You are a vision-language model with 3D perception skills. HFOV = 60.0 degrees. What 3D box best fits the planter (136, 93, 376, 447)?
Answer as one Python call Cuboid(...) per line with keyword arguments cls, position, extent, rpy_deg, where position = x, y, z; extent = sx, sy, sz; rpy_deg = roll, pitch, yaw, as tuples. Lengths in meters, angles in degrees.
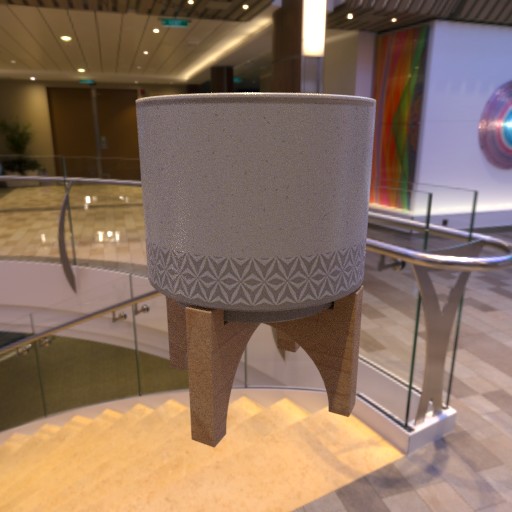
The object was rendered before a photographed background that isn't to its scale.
Cuboid(cls="planter", position=(0.000, 0.000, 0.271), extent=(0.130, 0.178, 0.130), rpy_deg=(0, 16, 0))
